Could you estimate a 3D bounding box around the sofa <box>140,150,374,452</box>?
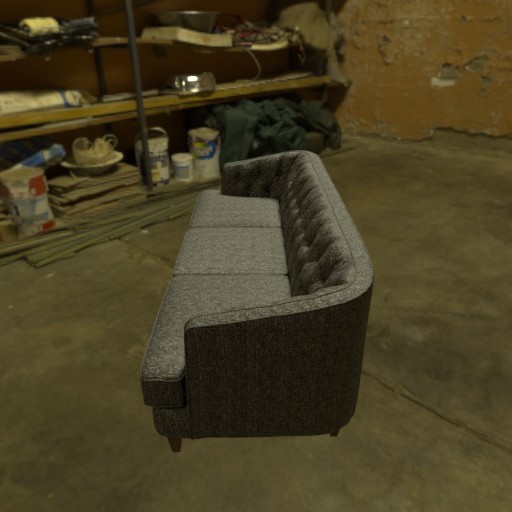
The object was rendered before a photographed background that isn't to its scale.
[{"bbox_3d":[0.000,0.000,2.712,0.941,0.855,2.278,0,27,0],"label":"sofa"}]
